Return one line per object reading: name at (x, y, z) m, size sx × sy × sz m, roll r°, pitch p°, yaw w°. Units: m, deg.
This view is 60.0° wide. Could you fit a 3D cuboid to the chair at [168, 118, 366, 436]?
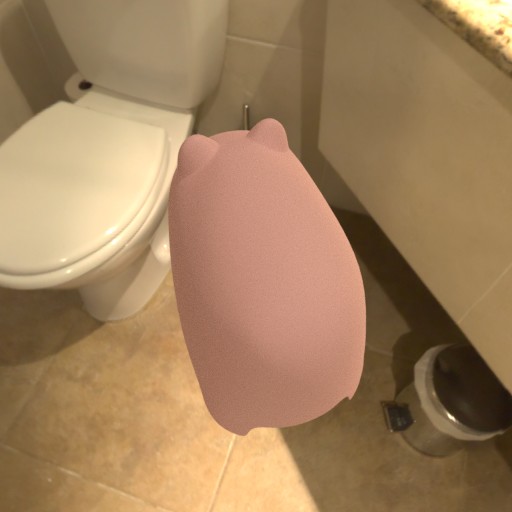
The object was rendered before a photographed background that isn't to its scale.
chair at (0.000, 0.000, 0.893) m, size 0.364 × 0.423 × 0.619 m, roll -15°, pitch 59°, yaw -9°
